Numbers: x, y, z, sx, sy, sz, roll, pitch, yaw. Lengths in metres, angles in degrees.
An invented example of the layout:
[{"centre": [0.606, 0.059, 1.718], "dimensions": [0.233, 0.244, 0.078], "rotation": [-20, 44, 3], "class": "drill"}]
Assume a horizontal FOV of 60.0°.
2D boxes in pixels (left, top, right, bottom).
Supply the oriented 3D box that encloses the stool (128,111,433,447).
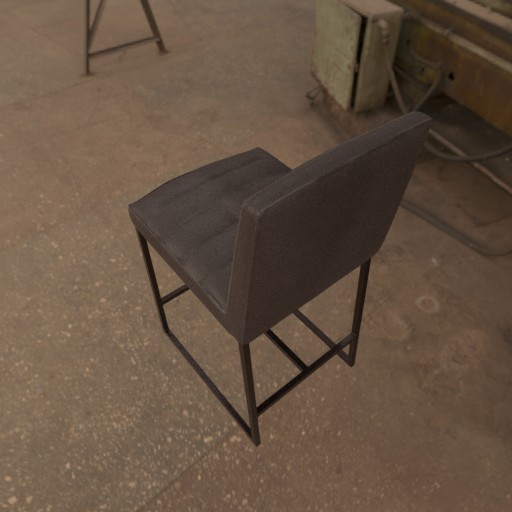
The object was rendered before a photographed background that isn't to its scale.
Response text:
[{"centre": [0.000, 0.000, 1.227], "dimensions": [0.463, 0.946, 0.562], "rotation": [-31, 54, -26], "class": "stool"}]
